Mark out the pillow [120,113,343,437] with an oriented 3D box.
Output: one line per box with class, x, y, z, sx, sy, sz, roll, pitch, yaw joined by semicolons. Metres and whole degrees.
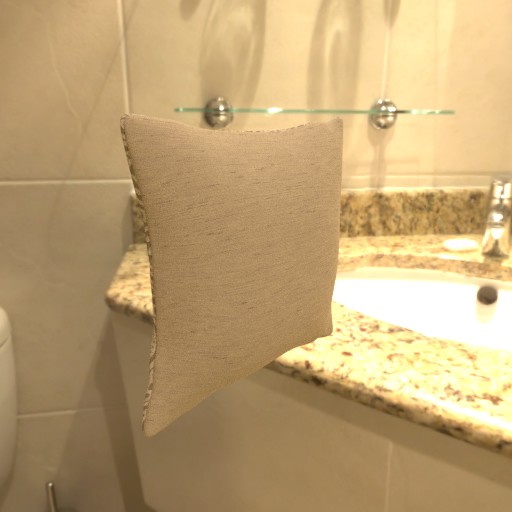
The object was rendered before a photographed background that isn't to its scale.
pillow;0.000;0.000;0.692;0.167;0.421;0.438;15;22;42
